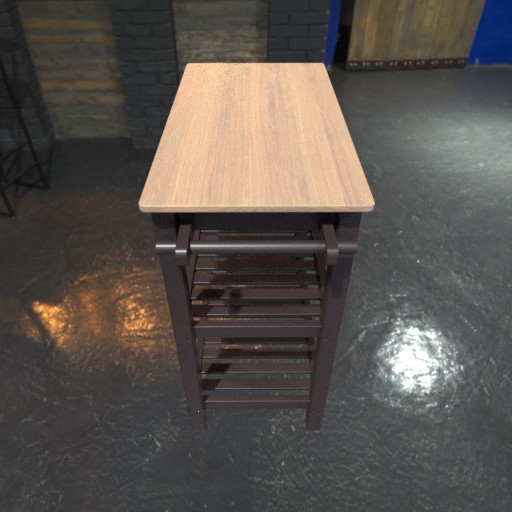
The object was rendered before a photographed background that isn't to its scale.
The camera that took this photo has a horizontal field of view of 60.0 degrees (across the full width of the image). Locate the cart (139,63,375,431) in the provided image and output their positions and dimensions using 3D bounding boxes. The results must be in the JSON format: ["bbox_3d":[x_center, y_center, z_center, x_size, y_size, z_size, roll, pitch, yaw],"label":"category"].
[{"bbox_3d":[0.000,0.000,1.444,0.457,0.927,0.899,0,41,0],"label":"cart"}]
